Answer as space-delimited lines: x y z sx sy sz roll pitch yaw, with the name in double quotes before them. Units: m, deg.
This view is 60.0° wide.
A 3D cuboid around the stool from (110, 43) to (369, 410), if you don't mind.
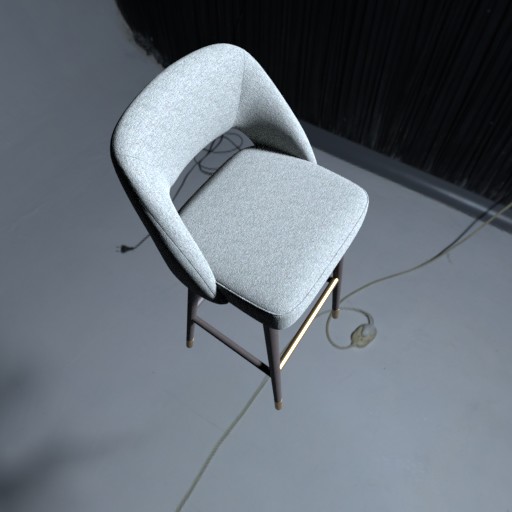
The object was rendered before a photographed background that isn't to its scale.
"stool" 0.000 0.000 1.357 0.524 1.089 0.536 30 63 17
